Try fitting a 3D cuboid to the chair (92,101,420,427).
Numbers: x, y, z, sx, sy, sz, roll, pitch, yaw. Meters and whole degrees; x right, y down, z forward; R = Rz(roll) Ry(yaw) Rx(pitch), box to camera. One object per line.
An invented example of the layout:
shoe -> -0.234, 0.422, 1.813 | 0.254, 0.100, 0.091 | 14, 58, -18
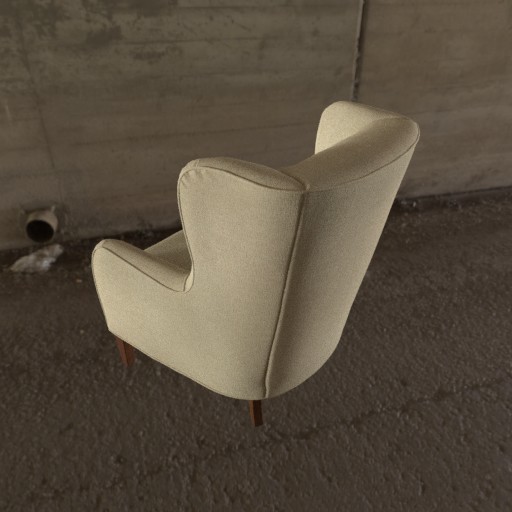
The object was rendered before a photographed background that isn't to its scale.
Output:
chair -> 0.000, 0.000, 1.682 | 0.966, 1.040, 0.838 | 22, 38, 31
